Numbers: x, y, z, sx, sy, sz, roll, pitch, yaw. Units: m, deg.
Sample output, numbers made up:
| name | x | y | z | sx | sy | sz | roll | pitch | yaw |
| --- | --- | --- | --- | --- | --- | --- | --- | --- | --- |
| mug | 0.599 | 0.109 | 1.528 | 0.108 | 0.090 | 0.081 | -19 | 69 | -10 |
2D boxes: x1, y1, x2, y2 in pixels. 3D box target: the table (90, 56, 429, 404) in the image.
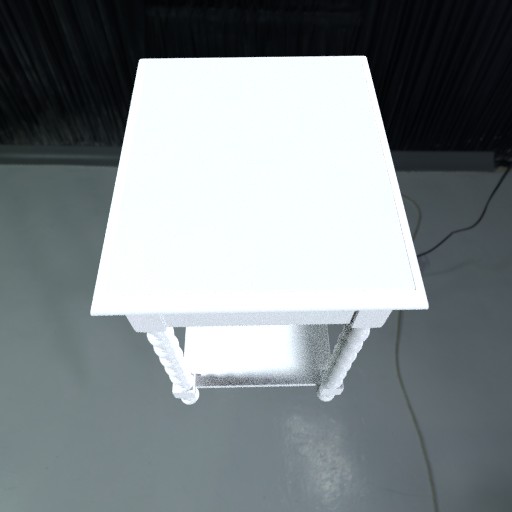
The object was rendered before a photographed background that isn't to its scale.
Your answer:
| name | x | y | z | sx | sy | sz | roll | pitch | yaw |
| --- | --- | --- | --- | --- | --- | --- | --- | --- | --- |
| table | 0.000 | 0.000 | 0.831 | 0.381 | 0.531 | 0.460 | -1 | 58 | -1 |
